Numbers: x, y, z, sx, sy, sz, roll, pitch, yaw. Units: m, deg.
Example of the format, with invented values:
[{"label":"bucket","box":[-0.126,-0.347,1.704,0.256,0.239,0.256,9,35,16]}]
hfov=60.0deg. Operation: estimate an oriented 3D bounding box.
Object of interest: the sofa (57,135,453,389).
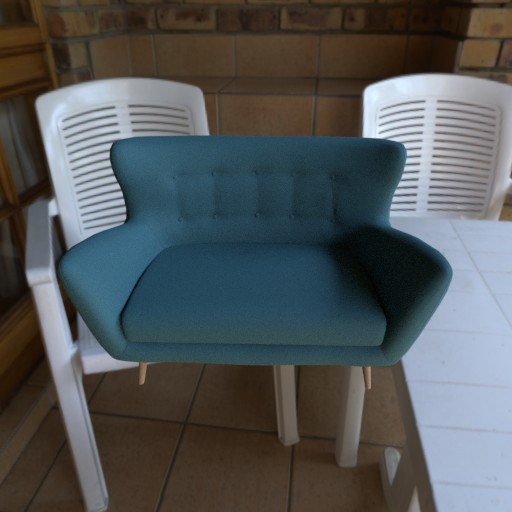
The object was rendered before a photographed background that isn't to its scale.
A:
[{"label":"sofa","box":[0.000,0.000,1.964,1.397,0.889,0.889,1,30,1]}]
